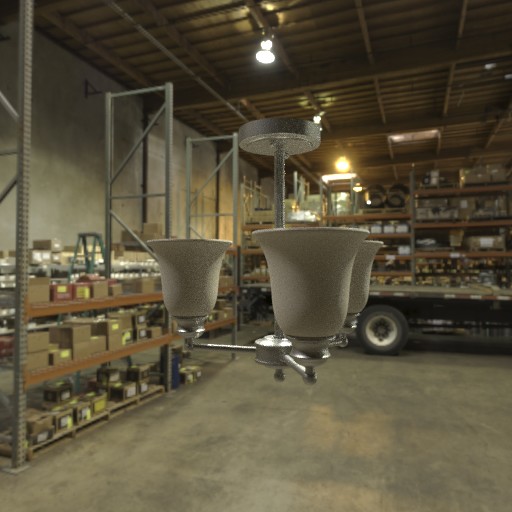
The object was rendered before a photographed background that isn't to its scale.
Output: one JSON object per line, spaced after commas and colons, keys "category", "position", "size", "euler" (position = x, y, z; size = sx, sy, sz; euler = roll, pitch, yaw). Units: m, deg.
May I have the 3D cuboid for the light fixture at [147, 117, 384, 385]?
{"category": "light fixture", "position": [0.000, 0.000, 0.665], "size": [0.354, 0.370, 0.388], "euler": [0, -1, 19]}
